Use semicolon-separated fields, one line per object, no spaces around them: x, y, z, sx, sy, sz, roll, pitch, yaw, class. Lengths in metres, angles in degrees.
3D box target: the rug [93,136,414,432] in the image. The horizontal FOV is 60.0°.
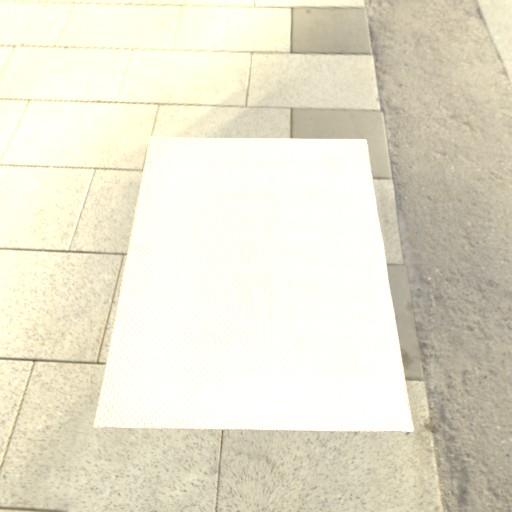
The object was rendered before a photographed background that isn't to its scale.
0.000;0.000;3.891;2.277;0.035;2.897;1;59;0;rug
